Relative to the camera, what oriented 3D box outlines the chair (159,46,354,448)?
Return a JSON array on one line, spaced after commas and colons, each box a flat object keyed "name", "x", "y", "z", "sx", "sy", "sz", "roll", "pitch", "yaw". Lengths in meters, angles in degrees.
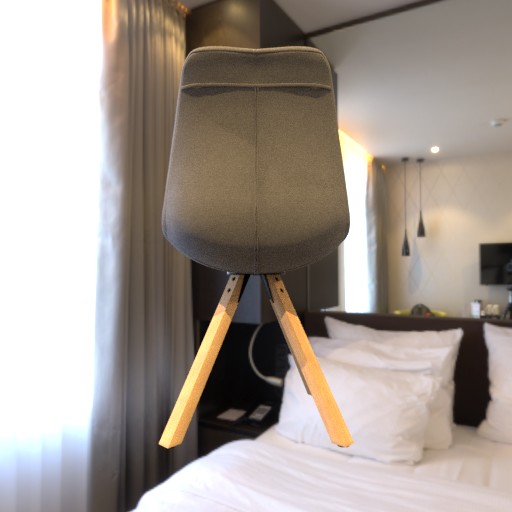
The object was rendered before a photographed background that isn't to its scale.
[{"name": "chair", "x": 0.000, "y": 0.000, "z": 1.173, "sx": 0.474, "sy": 0.863, "sz": 0.549, "roll": 0, "pitch": -2, "yaw": 0}]
